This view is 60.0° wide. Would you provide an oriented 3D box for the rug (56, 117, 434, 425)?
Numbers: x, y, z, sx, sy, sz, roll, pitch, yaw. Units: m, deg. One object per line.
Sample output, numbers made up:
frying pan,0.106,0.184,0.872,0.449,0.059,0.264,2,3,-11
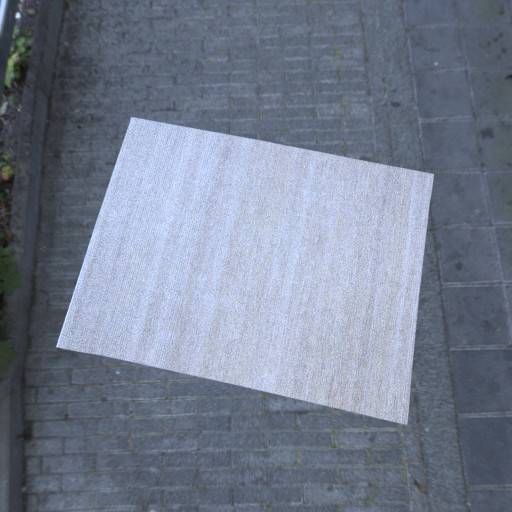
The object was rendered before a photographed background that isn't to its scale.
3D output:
rug,0.000,0.000,4.302,3.245,0.046,2.467,12,75,3
